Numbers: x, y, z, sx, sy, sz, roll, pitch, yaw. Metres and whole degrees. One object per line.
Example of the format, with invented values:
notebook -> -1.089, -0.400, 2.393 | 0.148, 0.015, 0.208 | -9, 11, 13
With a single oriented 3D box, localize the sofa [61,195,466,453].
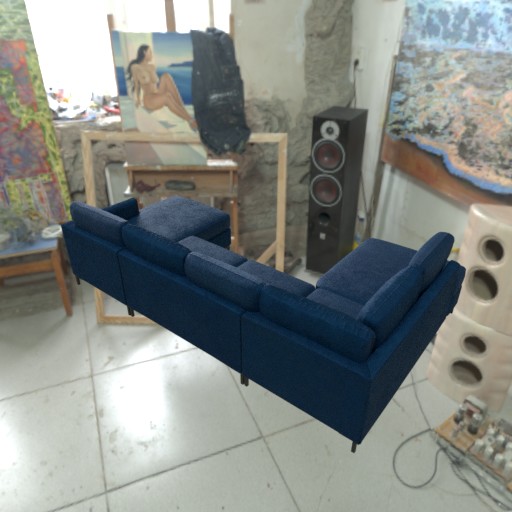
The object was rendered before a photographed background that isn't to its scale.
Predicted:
sofa -> 0.000, 0.000, 4.359 | 3.434, 0.992, 2.055 | 22, 37, 32
